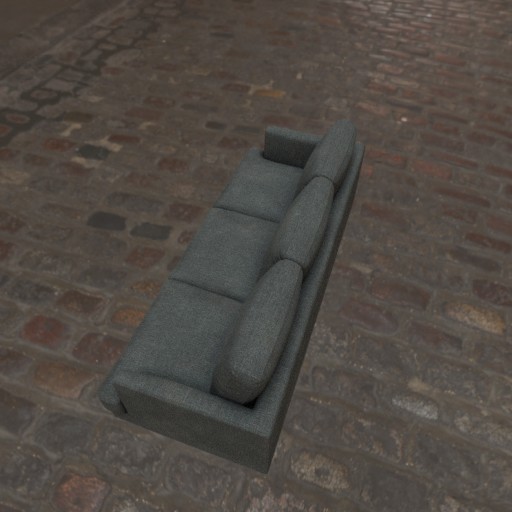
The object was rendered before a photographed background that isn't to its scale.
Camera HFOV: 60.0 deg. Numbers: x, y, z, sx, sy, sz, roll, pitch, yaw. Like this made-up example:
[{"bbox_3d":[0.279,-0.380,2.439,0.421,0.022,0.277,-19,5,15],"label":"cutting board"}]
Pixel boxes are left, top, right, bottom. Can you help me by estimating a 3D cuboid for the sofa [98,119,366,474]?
[{"bbox_3d":[0.000,0.000,2.759,0.903,0.930,2.246,15,50,13],"label":"sofa"}]
